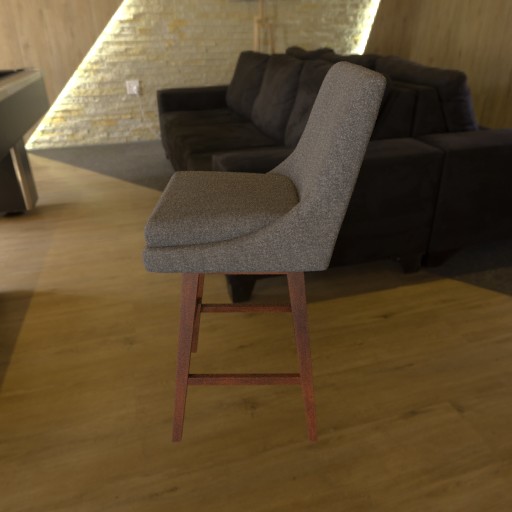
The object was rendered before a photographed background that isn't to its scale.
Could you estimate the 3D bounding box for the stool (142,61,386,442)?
[{"bbox_3d":[0.000,0.000,1.348,0.572,1.068,0.489,0,27,0],"label":"stool"}]
